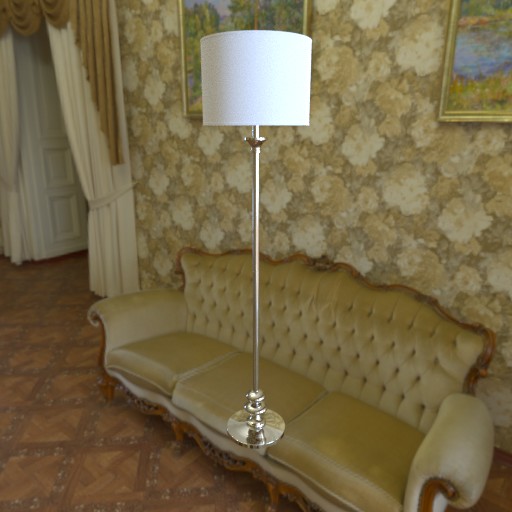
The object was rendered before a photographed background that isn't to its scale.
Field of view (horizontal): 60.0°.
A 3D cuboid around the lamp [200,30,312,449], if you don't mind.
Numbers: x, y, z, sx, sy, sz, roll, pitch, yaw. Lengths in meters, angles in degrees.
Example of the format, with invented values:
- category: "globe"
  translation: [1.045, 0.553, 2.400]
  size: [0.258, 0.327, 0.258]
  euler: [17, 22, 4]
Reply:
- category: "lamp"
  translation: [0.000, 0.000, 1.625]
  size: [0.356, 1.487, 0.356]
  euler: [-2, 16, -8]
